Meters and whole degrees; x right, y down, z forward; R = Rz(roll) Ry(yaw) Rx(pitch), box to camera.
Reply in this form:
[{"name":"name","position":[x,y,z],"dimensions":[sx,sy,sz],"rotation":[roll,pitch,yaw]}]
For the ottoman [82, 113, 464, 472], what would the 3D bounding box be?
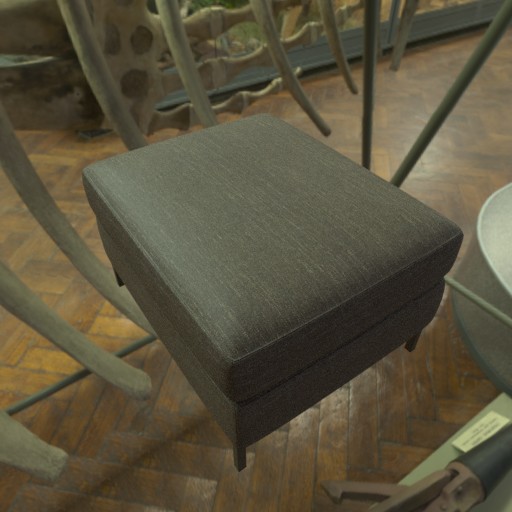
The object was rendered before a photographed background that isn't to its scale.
[{"name":"ottoman","position":[0.000,0.000,1.249],"dimensions":[0.671,0.490,0.820],"rotation":[-25,47,-25]}]
